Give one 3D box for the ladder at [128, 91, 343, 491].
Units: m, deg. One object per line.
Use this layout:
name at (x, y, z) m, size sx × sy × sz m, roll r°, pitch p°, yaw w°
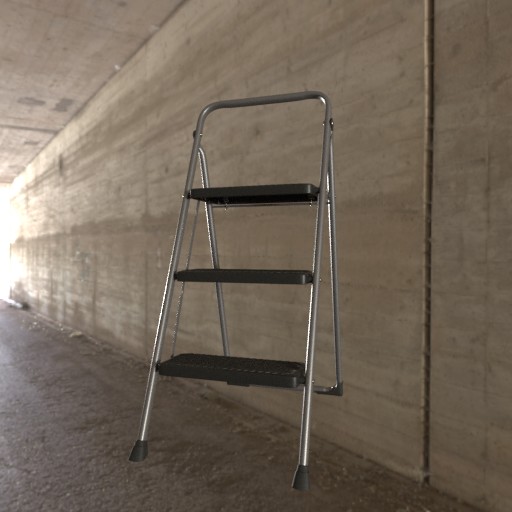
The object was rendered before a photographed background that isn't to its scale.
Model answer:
ladder at (0.000, 0.000, 1.254) m, size 0.430 × 0.945 × 0.629 m, roll 0°, pitch 1°, yaw 18°
